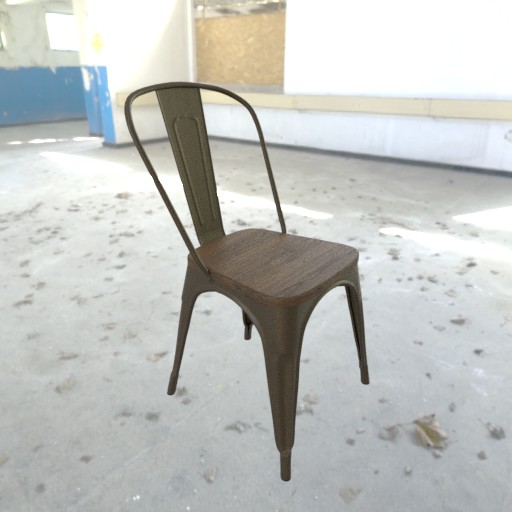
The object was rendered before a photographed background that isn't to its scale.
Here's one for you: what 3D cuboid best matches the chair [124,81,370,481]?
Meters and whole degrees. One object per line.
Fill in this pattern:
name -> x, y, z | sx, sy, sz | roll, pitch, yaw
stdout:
chair -> 0.000, 0.000, 1.165 | 0.532, 0.844, 0.451 | 17, 28, 34
